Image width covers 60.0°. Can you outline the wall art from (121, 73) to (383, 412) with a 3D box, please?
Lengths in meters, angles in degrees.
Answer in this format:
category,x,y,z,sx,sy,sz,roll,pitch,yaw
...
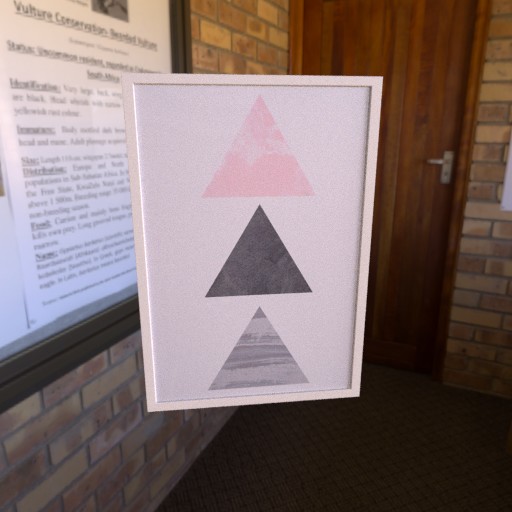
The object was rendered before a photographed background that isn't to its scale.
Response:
category,x,y,z,sx,sy,sz,roll,pitch,yaw
wall art,0.000,0.000,0.864,0.456,0.656,0.013,-2,16,-7
